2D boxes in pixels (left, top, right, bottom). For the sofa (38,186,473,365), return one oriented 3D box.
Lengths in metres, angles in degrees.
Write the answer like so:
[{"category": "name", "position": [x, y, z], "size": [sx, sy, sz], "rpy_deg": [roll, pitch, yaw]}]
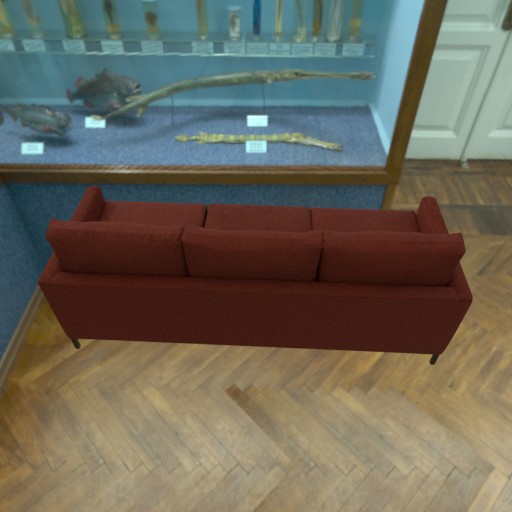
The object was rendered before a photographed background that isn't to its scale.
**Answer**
[{"category": "sofa", "position": [0.000, 0.000, 2.674], "size": [2.252, 0.879, 0.875], "rpy_deg": [2, 45, 2]}]
